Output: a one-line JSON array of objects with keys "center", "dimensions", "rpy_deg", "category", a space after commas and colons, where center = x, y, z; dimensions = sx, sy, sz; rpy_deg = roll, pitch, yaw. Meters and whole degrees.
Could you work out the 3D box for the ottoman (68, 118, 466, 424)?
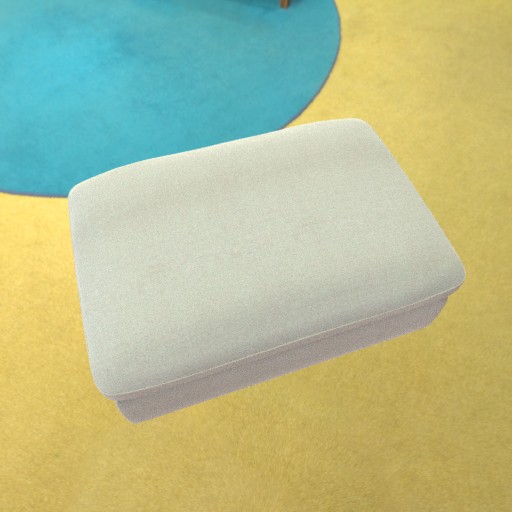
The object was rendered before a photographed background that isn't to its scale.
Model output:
[{"center": [0.000, 0.000, 1.353], "dimensions": [0.984, 0.453, 0.686], "rpy_deg": [-16, 59, -10], "category": "ottoman"}]
